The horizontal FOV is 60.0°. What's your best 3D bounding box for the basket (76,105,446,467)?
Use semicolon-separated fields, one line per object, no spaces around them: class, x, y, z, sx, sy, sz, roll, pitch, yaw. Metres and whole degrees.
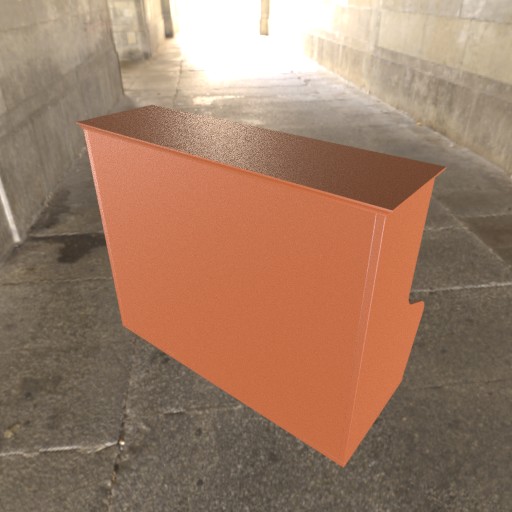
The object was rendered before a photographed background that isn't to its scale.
basket;0.000;0.000;1.130;0.792;0.625;0.376;22;38;32
